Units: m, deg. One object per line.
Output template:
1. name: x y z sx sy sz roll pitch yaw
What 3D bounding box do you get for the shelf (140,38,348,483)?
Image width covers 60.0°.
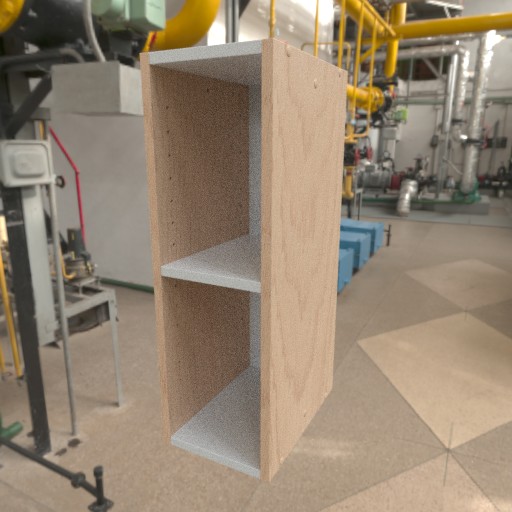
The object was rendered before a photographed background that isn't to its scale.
1. shelf: 0.000 0.000 0.744 0.200 0.600 0.290 8 16 27
